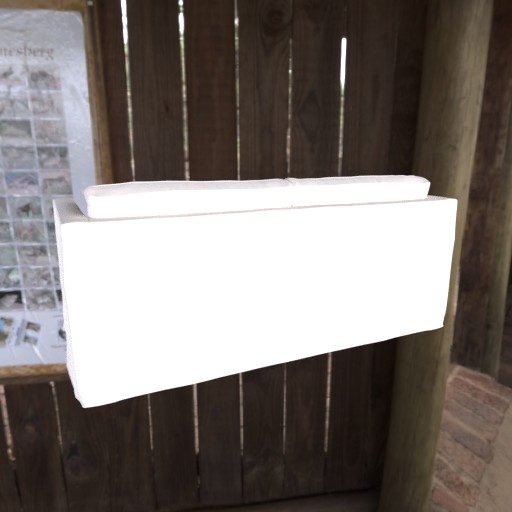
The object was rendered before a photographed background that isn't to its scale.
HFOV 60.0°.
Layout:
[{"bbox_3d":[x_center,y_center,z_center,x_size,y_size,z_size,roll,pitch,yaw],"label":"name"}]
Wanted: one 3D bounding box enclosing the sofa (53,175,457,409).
[{"bbox_3d":[0.000,0.000,2.414,1.987,0.870,0.940,-6,15,-25],"label":"sofa"}]
